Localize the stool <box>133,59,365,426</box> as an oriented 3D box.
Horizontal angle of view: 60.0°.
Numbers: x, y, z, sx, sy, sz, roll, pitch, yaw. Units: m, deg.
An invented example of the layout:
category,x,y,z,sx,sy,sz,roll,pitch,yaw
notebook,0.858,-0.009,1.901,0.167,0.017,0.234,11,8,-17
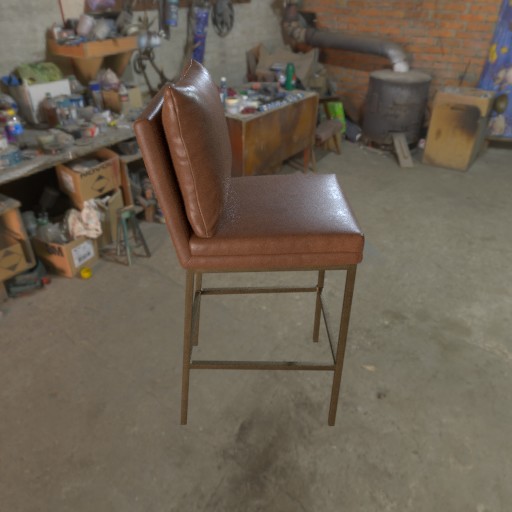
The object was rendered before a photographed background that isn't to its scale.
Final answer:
category,x,y,z,sx,sy,sz,roll,pitch,yaw
stool,0.000,0.000,1.440,0.571,1.124,0.463,0,31,-1
